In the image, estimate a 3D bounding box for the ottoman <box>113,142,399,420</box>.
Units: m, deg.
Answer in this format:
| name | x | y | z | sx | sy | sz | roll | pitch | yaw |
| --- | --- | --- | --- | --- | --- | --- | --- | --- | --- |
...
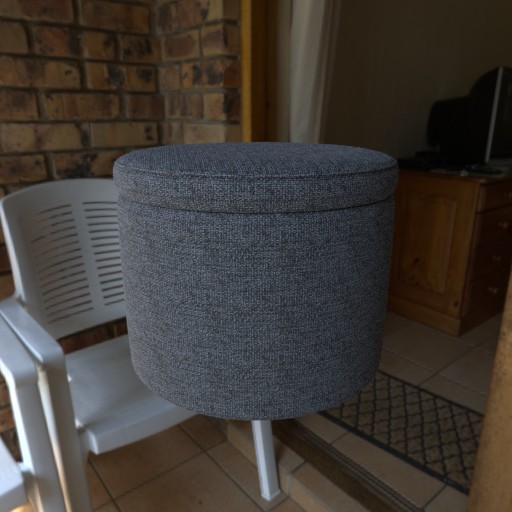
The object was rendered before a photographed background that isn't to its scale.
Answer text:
| name | x | y | z | sx | sy | sz | roll | pitch | yaw |
| --- | --- | --- | --- | --- | --- | --- | --- | --- | --- |
| ottoman | 0.000 | 0.000 | 0.892 | 0.520 | 0.430 | 0.520 | 0 | 18 | 0 |
